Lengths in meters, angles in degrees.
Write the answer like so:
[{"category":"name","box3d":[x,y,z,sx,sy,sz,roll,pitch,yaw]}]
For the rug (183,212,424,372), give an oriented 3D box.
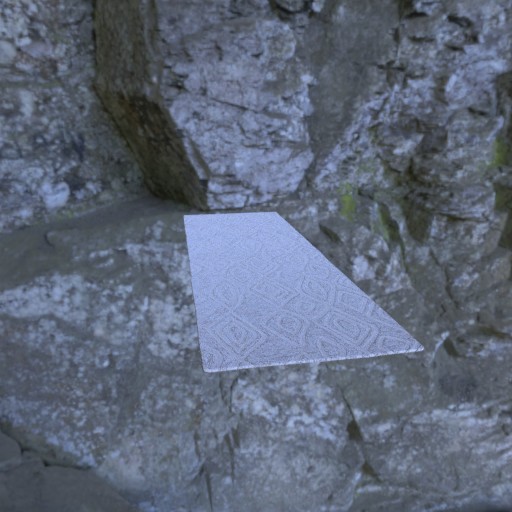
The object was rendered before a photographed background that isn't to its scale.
[{"category":"rug","box3d":[0.000,0.000,2.664,0.807,0.013,2.436,-3,18,-10]}]
